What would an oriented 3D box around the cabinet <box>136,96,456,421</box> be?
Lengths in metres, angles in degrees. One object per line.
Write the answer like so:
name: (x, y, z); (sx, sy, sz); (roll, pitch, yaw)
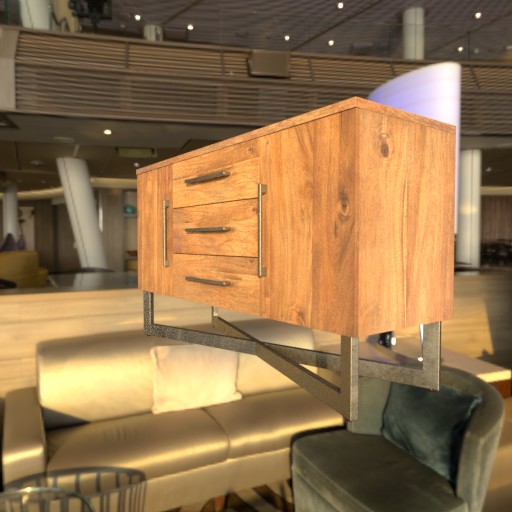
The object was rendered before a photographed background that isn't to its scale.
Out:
cabinet: (0.000, 0.000, 1.755); (0.480, 0.812, 1.373); (-1, 2, -37)
